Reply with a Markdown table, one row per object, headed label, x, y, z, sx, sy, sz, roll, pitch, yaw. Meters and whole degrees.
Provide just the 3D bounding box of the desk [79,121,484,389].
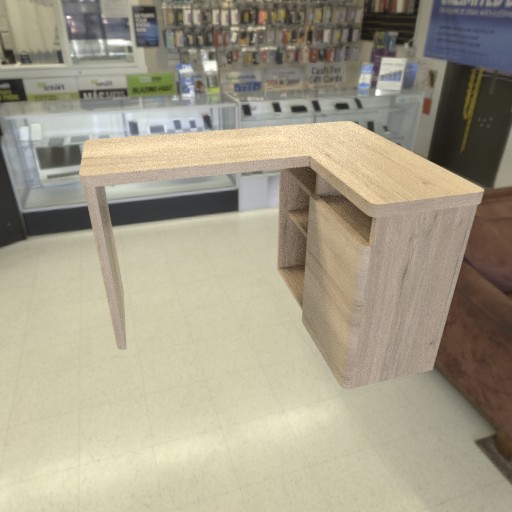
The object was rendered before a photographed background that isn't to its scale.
| label | x | y | z | sx | sy | sz | roll | pitch | yaw |
| --- | --- | --- | --- | --- | --- | --- | --- | --- | --- |
| desk | 0.000 | 0.000 | 1.733 | 1.169 | 0.760 | 0.900 | -8 | 31 | -14 |
